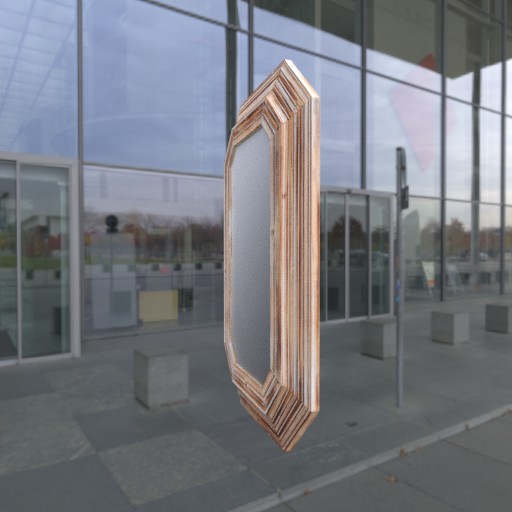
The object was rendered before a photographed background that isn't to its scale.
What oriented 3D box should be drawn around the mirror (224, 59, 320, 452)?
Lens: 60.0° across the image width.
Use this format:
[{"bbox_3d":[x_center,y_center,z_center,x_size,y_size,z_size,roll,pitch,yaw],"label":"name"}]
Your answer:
[{"bbox_3d":[0.000,0.000,1.323,0.061,1.015,0.709,0,1,-19],"label":"mirror"}]
